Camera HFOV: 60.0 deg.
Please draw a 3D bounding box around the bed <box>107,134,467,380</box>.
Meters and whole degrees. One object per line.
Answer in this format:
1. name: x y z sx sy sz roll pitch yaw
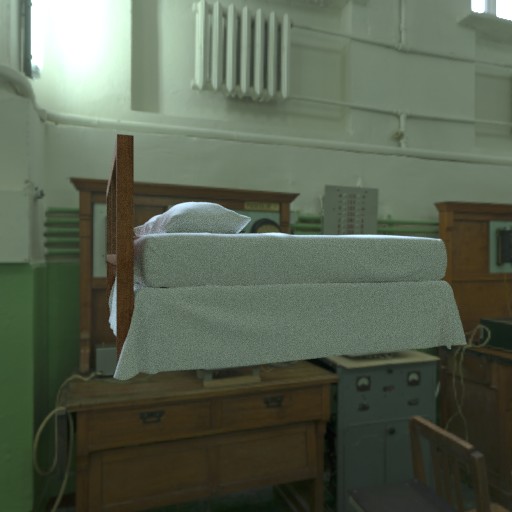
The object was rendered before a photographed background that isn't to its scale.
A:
1. bed: 0.000 0.000 3.403 2.165 1.158 2.255 0 0 -20
